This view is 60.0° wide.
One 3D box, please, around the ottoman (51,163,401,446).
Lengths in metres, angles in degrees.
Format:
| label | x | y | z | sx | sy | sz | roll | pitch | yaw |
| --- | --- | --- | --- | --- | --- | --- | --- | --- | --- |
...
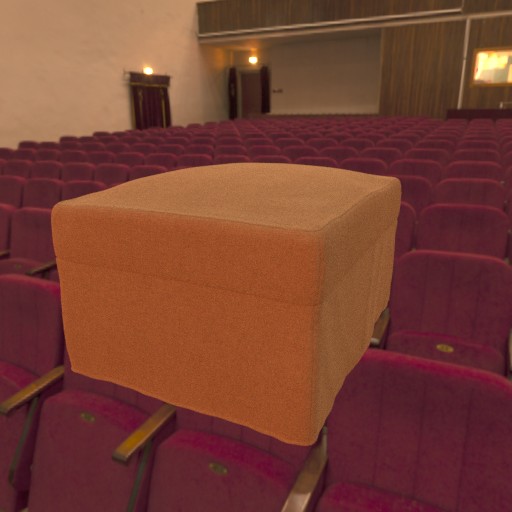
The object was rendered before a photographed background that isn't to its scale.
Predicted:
| label | x | y | z | sx | sy | sz | roll | pitch | yaw |
| --- | --- | --- | --- | --- | --- | --- | --- | --- | --- |
| ottoman | 0.000 | 0.000 | 1.249 | 0.650 | 0.485 | 0.833 | 8 | 19 | 25 |
